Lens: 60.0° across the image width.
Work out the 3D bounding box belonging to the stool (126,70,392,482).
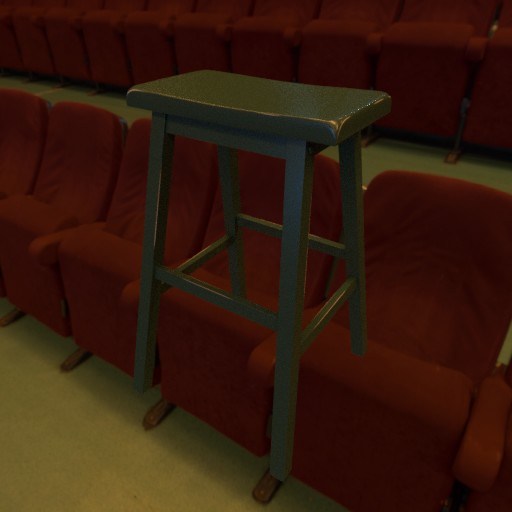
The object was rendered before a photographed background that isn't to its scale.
[{"bbox_3d":[0.000,0.000,1.027,0.457,0.737,0.476,19,37,28],"label":"stool"}]
